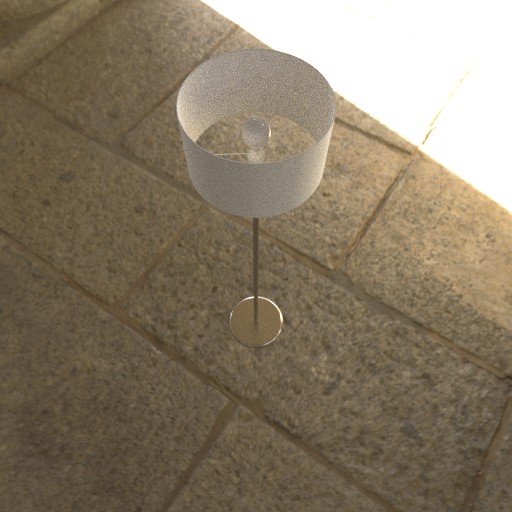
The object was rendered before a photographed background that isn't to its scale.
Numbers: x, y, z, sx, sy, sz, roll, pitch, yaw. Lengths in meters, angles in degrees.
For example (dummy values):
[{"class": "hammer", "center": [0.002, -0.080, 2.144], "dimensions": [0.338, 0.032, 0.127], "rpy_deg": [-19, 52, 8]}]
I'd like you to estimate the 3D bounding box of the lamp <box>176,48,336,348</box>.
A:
[{"class": "lamp", "center": [0.000, 0.000, 1.602], "dimensions": [0.347, 1.443, 0.347], "rpy_deg": [5, 62, 2]}]
